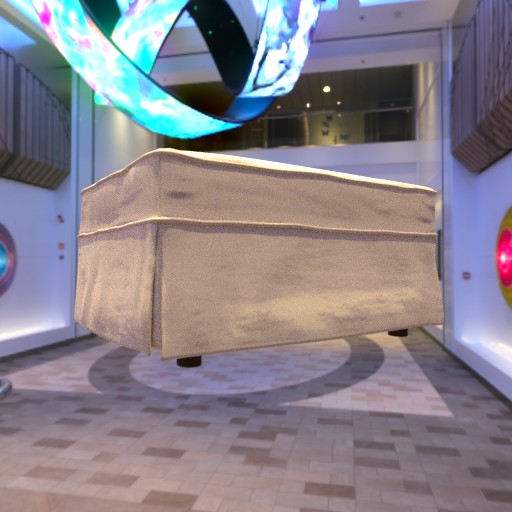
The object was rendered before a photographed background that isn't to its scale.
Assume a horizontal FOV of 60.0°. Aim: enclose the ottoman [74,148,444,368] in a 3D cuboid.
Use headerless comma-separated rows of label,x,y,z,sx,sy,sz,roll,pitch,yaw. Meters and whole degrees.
ottoman,0.000,0.000,1.351,0.944,0.479,0.703,1,-1,-34
